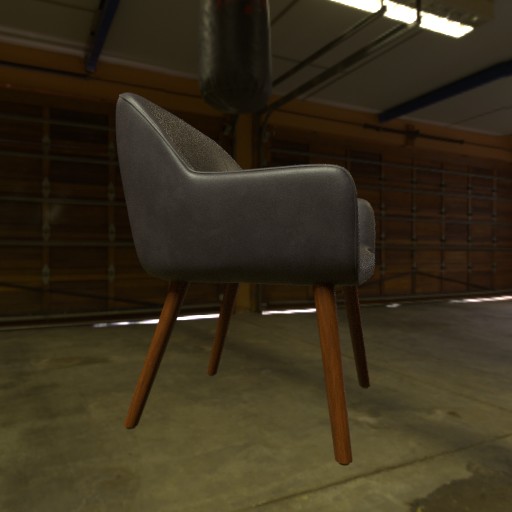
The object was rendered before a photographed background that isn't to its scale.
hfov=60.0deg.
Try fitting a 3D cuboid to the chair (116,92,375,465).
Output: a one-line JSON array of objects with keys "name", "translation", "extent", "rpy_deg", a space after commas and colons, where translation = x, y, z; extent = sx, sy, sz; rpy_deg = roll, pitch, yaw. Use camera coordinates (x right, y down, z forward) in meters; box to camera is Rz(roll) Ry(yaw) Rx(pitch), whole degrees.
[{"name": "chair", "translation": [0.000, 0.000, 1.223], "extent": [0.610, 0.828, 0.610], "rpy_deg": [0, 0, 18]}]
